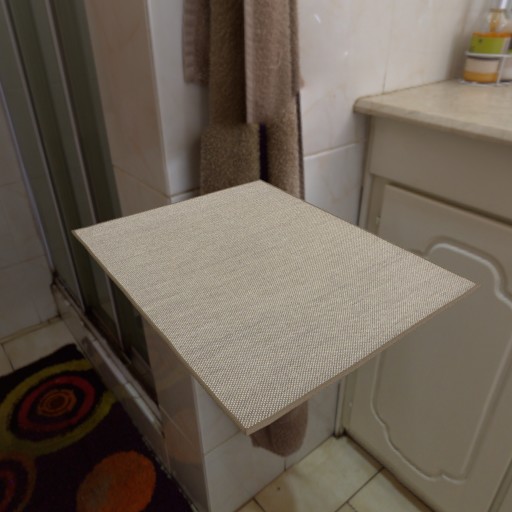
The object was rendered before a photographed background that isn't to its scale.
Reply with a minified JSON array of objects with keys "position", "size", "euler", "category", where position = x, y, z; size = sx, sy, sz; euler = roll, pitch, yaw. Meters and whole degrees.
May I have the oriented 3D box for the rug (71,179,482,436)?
[{"position":[0.000,0.000,4.061],"size":[2.413,0.020,3.041],"euler":[-21,37,-31],"category":"rug"}]
